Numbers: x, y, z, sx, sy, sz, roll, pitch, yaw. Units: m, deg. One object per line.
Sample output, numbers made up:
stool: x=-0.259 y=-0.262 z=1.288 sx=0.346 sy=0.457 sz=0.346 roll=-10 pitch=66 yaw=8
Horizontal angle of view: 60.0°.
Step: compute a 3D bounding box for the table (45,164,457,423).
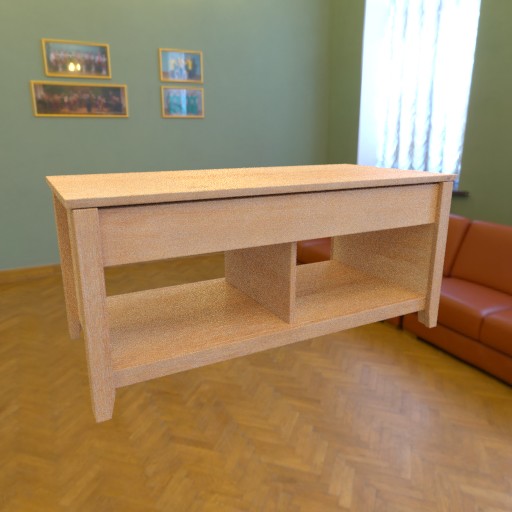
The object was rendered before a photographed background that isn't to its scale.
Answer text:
table: x=0.000 y=0.000 z=1.270 sx=1.016 sy=0.457 sz=0.483 roll=-8 pitch=18 yaw=-27
